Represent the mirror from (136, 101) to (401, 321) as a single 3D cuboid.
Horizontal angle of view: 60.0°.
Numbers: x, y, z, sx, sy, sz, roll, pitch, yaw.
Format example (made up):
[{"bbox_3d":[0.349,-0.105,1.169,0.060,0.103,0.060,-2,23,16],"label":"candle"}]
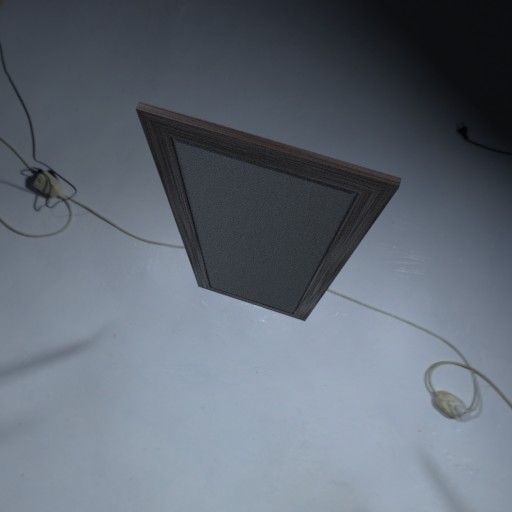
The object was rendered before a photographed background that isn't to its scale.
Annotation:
[{"bbox_3d":[0.000,0.000,2.262,0.812,2.020,0.221,18,77,4],"label":"mirror"}]
